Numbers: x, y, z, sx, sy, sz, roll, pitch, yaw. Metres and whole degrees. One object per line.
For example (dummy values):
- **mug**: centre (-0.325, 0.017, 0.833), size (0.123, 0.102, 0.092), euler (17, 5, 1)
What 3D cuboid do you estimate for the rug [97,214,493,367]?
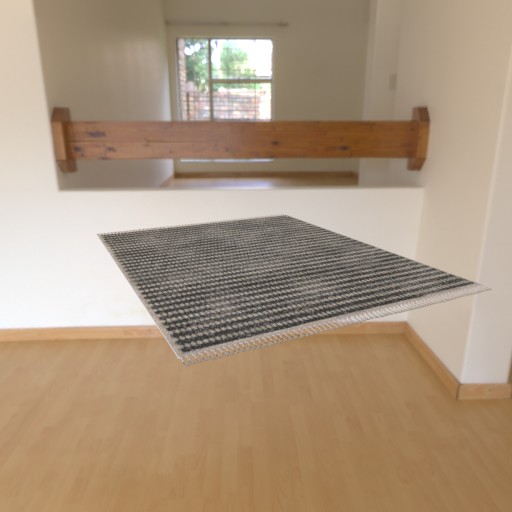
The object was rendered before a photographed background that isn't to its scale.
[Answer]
- **rug**: centre (0.000, 0.000, 3.855), size (2.256, 0.013, 2.910), euler (-8, 19, -26)
